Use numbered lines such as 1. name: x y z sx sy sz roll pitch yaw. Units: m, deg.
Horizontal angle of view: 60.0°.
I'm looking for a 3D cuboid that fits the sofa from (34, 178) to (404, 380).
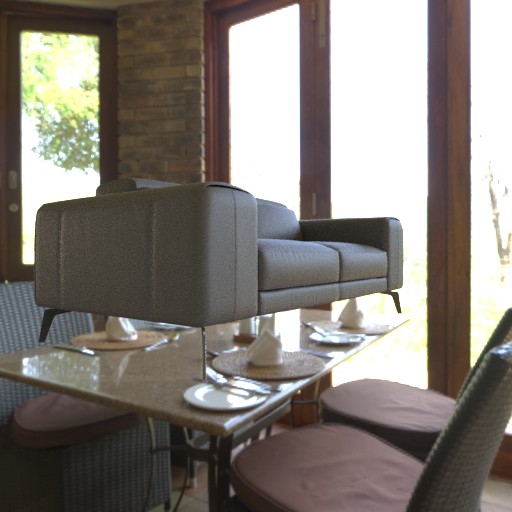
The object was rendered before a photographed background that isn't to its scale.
1. sofa: 0.000 0.000 2.406 1.024 0.753 1.930 0 0 36
